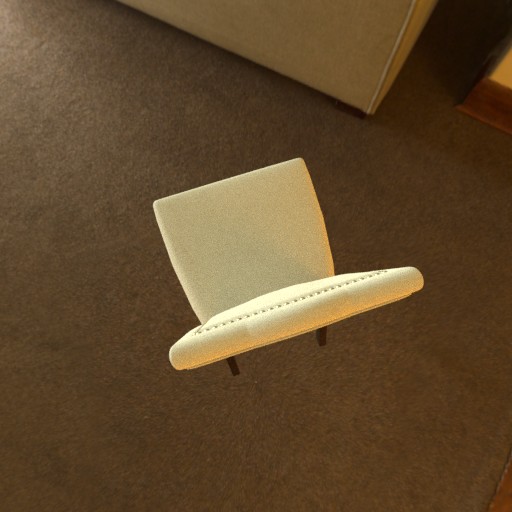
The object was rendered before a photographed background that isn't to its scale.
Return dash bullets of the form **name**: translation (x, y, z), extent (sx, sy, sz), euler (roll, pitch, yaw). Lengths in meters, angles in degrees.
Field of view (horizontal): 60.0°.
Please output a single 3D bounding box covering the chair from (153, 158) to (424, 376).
- **chair**: translation (0.000, 0.000, 1.309), extent (0.518, 0.946, 0.589), euler (-18, 75, -5)
